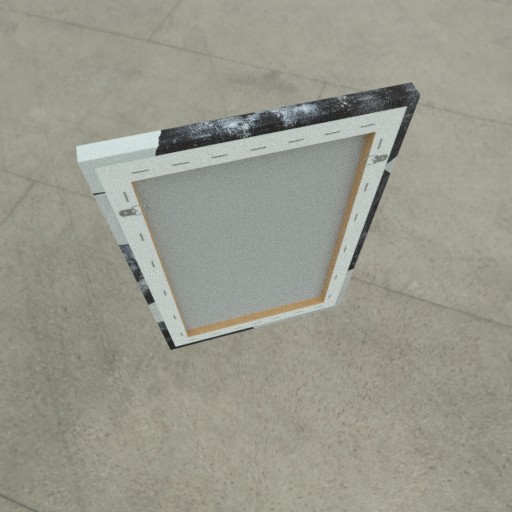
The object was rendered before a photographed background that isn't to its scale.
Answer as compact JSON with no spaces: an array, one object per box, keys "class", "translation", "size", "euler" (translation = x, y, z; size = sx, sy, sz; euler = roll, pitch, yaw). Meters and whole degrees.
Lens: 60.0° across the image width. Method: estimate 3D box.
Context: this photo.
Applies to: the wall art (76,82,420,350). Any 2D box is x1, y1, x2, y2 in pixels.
[{"class":"wall art","translation":[0.000,0.000,1.160],"size":[0.610,0.915,0.041],"euler":[-13,60,-8]}]
